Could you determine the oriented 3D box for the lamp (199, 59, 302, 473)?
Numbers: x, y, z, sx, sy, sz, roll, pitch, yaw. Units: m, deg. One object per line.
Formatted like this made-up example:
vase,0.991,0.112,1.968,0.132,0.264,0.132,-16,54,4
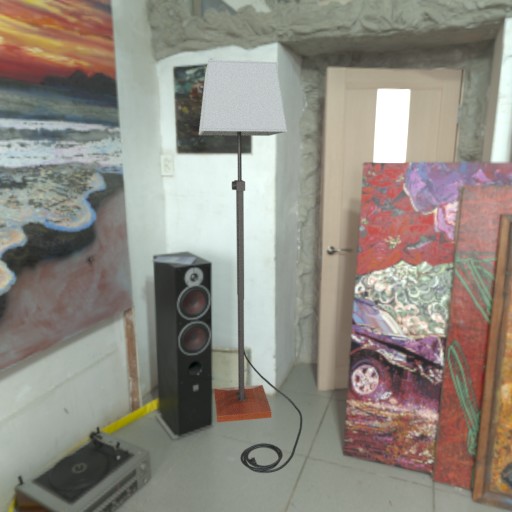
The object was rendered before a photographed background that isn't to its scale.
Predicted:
lamp,0.000,0.000,2.031,0.472,1.712,0.745,-2,13,-8
